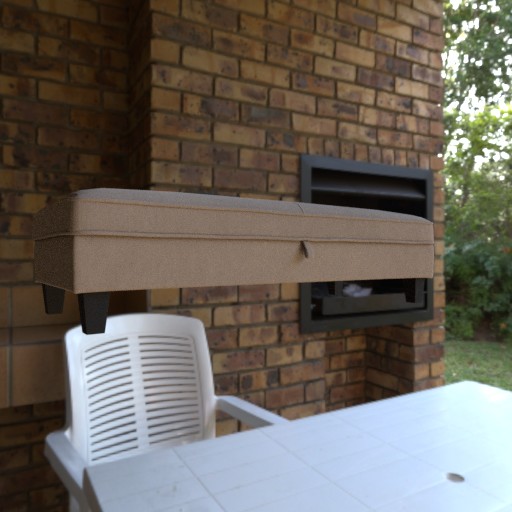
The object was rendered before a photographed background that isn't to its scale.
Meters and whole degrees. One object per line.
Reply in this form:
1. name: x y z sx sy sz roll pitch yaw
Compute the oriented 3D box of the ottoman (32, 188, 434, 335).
1. ottoman: 0.000 0.000 1.980 1.726 0.460 0.735 0 0 -35
